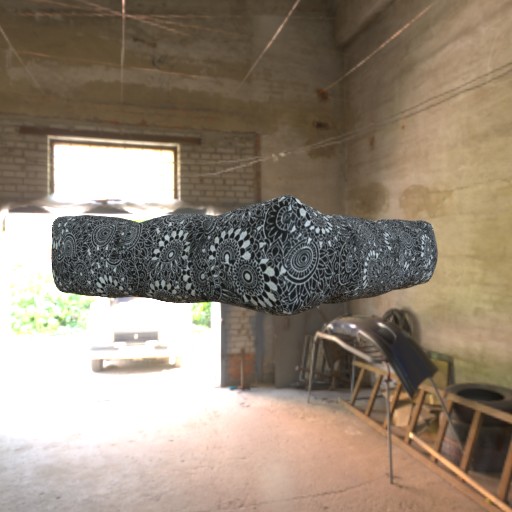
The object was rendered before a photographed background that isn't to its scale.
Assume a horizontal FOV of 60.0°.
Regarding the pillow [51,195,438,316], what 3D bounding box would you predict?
[{"bbox_3d":[0.000,0.000,0.735,0.468,0.128,0.490,0,0,37],"label":"pillow"}]
